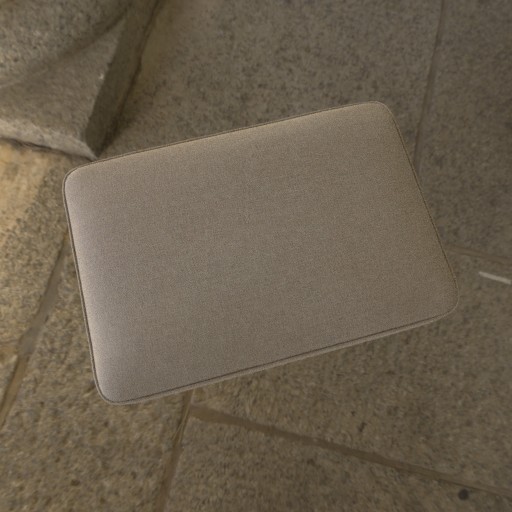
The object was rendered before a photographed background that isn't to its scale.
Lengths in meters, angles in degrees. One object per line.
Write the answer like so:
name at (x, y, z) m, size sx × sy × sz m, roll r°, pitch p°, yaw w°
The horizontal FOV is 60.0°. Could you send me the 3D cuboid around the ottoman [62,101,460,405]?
ottoman at (0.000, 0.000, 1.153) m, size 0.813 × 0.458 × 0.559 m, roll -14°, pitch 77°, yaw -3°
